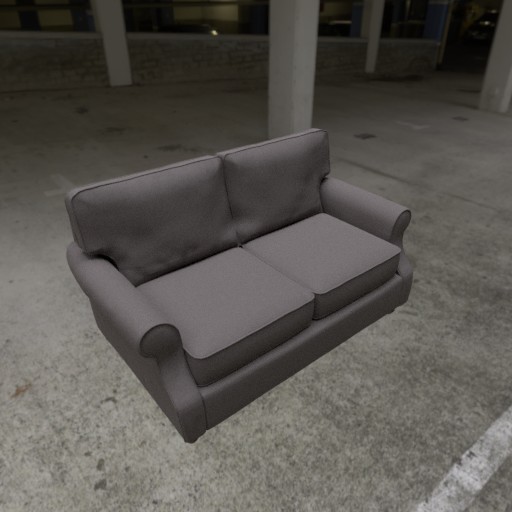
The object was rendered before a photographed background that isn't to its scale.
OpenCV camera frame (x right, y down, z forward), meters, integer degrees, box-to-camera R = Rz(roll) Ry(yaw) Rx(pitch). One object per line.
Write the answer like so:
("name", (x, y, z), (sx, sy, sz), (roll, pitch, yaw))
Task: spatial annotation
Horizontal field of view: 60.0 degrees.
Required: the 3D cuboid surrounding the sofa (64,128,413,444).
("sofa", (0.000, 0.000, 2.272), (1.665, 0.937, 0.964), (-23, 38, -33))
